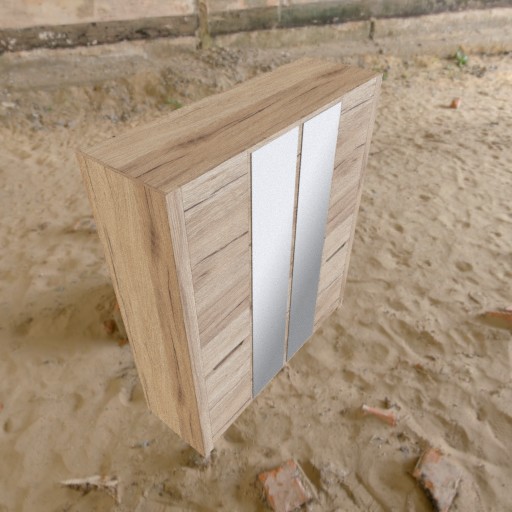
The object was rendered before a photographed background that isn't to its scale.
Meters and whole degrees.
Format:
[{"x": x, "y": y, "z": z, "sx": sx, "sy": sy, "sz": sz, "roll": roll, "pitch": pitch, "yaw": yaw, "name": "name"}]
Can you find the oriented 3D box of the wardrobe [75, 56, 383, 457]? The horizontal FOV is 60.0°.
[{"x": 0.000, "y": 0.000, "z": 3.003, "sx": 0.580, "sy": 2.070, "sz": 1.810, "roll": 27, "pitch": 47, "yaw": 29, "name": "wardrobe"}]
